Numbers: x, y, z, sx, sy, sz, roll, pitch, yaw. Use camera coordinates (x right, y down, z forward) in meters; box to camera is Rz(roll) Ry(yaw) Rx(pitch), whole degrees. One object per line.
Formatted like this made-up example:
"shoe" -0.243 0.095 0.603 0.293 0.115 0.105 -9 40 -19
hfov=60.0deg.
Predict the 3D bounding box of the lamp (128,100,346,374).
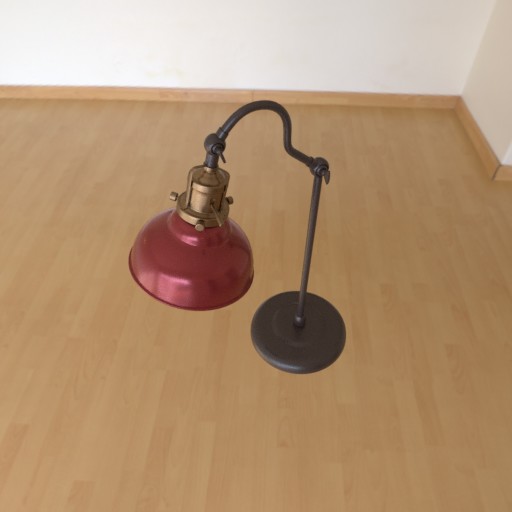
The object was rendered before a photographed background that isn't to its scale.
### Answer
"lamp" 0.000 0.000 0.688 0.374 0.508 0.192 -16 48 -15
